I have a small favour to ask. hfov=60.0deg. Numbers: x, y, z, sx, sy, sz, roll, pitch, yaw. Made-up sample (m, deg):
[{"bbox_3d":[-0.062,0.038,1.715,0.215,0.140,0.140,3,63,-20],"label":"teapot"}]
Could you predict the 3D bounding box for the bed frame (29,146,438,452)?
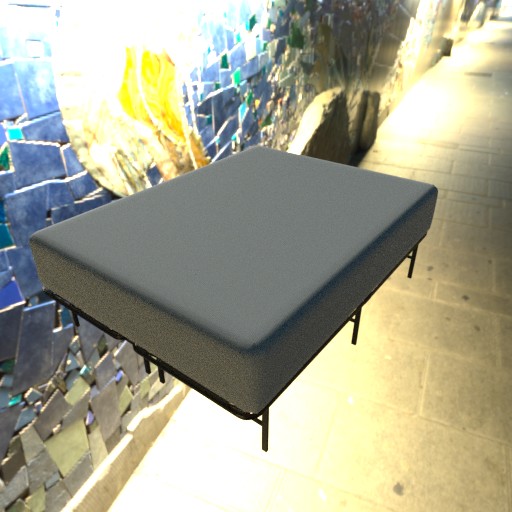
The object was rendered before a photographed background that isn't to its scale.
[{"bbox_3d":[0.000,0.000,2.775,1.528,0.677,2.037,21,37,31],"label":"bed frame"}]
